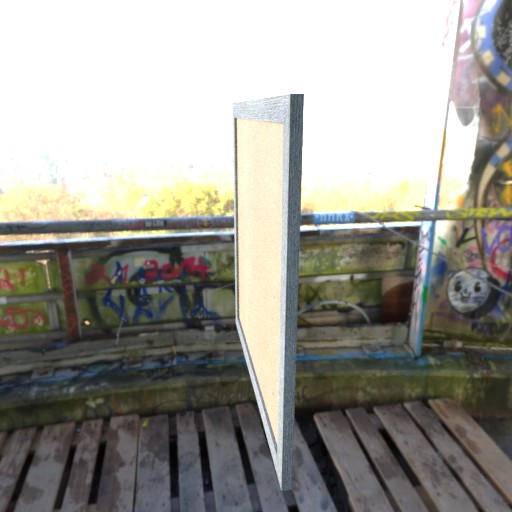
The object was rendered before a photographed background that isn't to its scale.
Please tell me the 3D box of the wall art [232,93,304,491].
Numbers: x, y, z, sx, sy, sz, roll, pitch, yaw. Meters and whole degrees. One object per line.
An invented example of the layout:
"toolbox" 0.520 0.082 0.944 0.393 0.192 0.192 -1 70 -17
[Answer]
"wall art" 0.000 0.000 1.029 0.020 0.685 0.685 -3 18 -9
